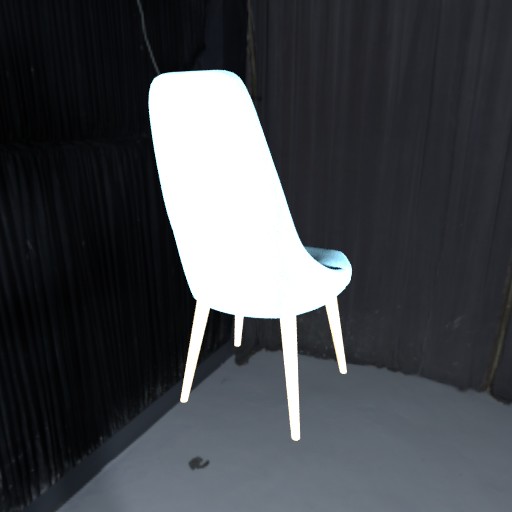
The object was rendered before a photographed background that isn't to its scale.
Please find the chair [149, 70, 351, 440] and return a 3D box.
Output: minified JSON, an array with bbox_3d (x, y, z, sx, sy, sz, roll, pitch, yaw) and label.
[{"bbox_3d":[0.000,0.000,1.411,0.510,1.040,0.660,9,19,26],"label":"chair"}]
